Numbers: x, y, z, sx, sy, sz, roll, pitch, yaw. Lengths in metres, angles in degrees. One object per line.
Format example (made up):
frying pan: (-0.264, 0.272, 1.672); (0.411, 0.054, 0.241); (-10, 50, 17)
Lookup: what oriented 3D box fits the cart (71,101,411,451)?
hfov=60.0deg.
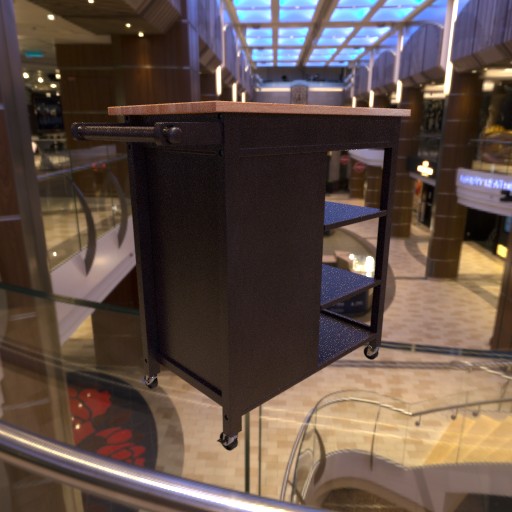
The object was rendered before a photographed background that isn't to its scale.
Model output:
cart: (0.000, 0.000, 1.387); (0.914, 0.878, 0.472); (-15, 22, -41)
